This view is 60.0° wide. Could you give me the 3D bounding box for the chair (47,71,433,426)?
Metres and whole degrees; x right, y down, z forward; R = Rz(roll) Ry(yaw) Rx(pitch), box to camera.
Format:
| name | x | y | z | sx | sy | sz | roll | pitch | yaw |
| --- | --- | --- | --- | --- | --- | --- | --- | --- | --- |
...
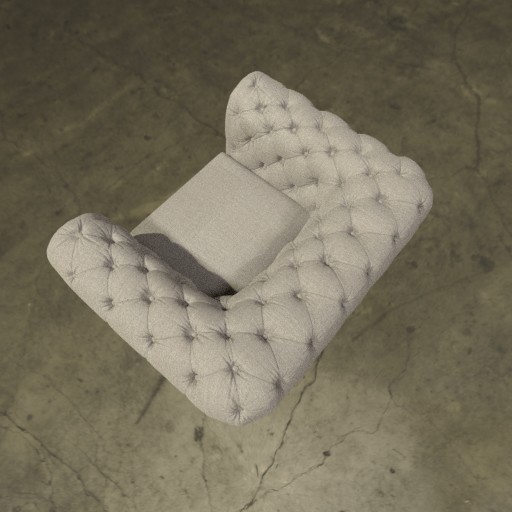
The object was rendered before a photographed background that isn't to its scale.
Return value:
| name | x | y | z | sx | sy | sz | roll | pitch | yaw |
| --- | --- | --- | --- | --- | --- | --- | --- | --- | --- |
| chair | 0.000 | 0.000 | 1.940 | 0.976 | 0.770 | 1.270 | 37 | 68 | 17 |
